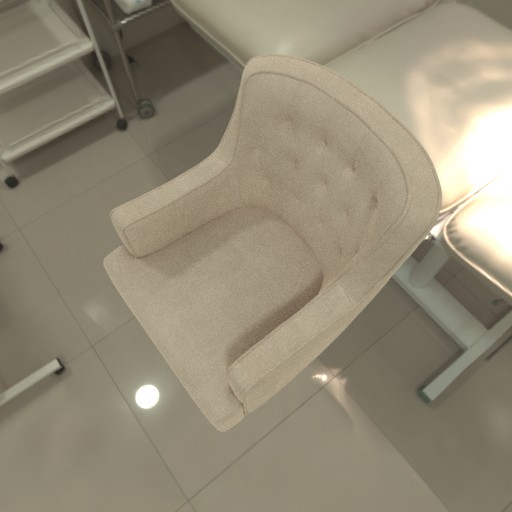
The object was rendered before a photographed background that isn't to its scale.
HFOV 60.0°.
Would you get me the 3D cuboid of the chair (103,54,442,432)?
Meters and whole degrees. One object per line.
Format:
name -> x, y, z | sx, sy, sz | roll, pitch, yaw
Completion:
chair -> 0.000, 0.000, 1.569 | 0.910, 0.920, 0.781 | -35, 68, -16
